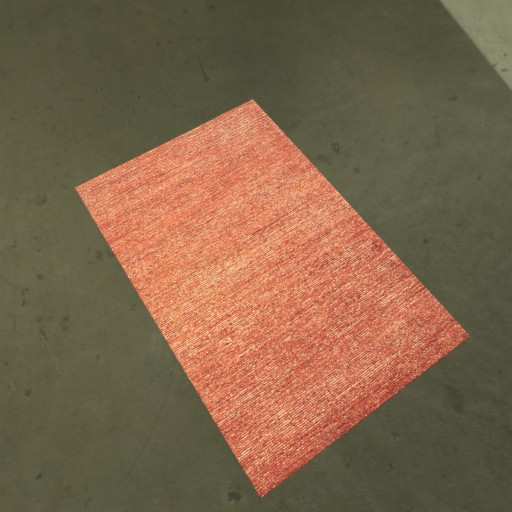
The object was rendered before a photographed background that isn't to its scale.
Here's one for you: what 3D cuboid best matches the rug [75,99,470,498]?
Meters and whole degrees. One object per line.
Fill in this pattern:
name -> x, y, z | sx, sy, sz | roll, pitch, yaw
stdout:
rug -> 0.000, 0.000, 2.168 | 1.139, 0.011, 1.747 | -31, 67, -15
